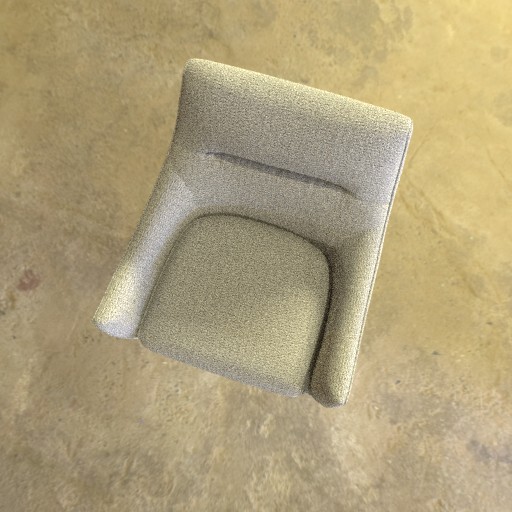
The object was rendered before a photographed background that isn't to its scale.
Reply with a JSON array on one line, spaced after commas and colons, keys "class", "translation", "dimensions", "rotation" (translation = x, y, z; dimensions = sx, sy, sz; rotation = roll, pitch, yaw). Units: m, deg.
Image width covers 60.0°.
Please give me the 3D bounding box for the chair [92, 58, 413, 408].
[{"class": "chair", "translation": [0.000, 0.000, 1.450], "dimensions": [0.762, 0.838, 0.787], "rotation": [17, 75, 5]}]
